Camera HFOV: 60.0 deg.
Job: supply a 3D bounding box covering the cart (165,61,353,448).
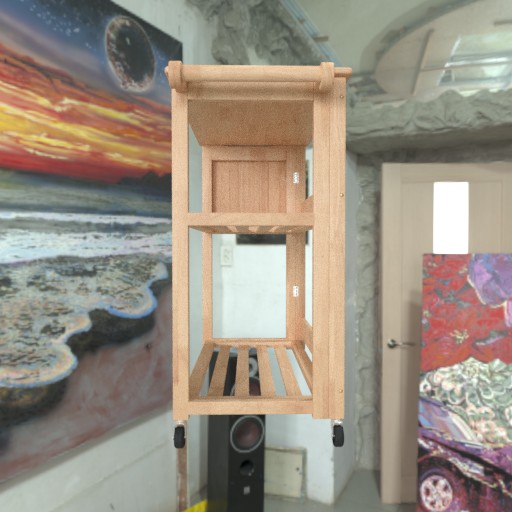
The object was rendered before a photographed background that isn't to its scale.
[{"bbox_3d":[0.000,0.000,1.361,0.432,0.879,0.853,0,1,-1],"label":"cart"}]
